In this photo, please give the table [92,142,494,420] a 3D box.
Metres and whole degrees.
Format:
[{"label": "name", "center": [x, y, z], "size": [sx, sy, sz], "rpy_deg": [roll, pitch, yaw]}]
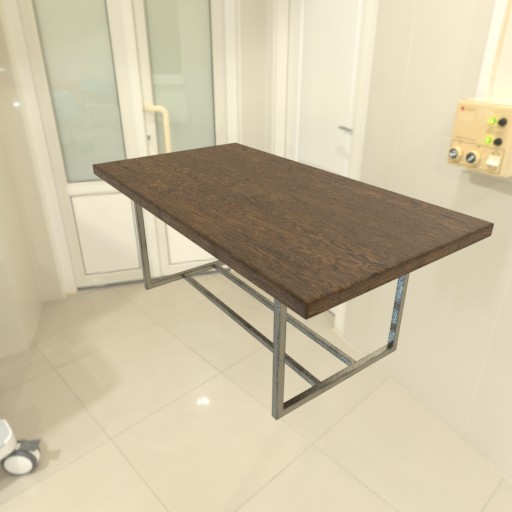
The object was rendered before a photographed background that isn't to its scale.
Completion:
[{"label": "table", "center": [0.000, 0.000, 2.507], "size": [1.078, 0.795, 1.989], "rpy_deg": [-18, 32, -32]}]
